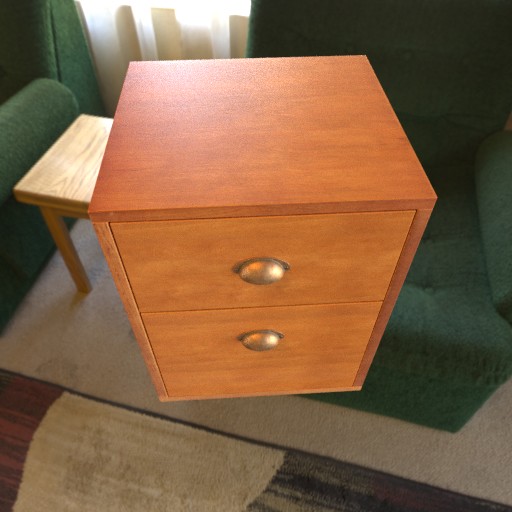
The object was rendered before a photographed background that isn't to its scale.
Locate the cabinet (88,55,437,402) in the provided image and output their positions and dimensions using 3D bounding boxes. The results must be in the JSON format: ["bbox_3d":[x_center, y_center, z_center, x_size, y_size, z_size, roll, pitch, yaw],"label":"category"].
[{"bbox_3d":[0.000,0.000,0.850,0.409,0.579,0.401,-3,48,-2],"label":"cabinet"}]
